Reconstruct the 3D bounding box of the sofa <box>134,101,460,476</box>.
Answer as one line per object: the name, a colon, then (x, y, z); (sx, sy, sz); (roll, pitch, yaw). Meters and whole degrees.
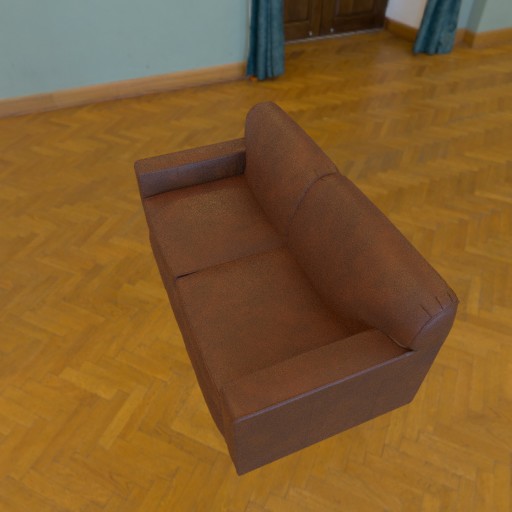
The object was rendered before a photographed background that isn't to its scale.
sofa: (0.000, 0.000, 2.431); (1.000, 0.966, 1.856); (-16, 47, -15)
